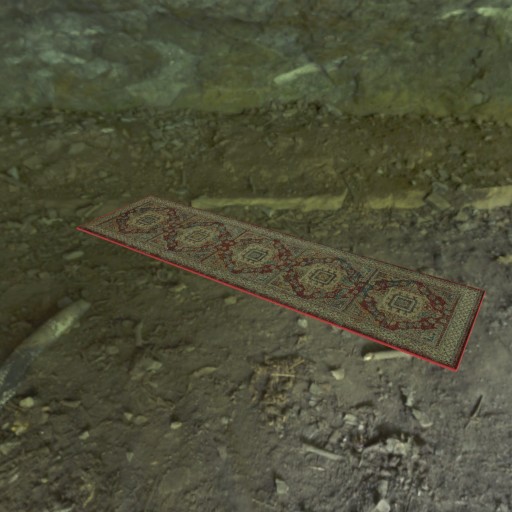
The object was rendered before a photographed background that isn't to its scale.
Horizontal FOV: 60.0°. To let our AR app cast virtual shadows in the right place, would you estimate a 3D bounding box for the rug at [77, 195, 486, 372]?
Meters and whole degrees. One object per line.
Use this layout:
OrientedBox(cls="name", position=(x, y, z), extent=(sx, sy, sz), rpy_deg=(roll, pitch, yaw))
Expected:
OrientedBox(cls="rug", position=(0.000, 0.000, 2.503), extent=(2.292, 0.015, 0.659), rpy_deg=(18, 34, 28))
